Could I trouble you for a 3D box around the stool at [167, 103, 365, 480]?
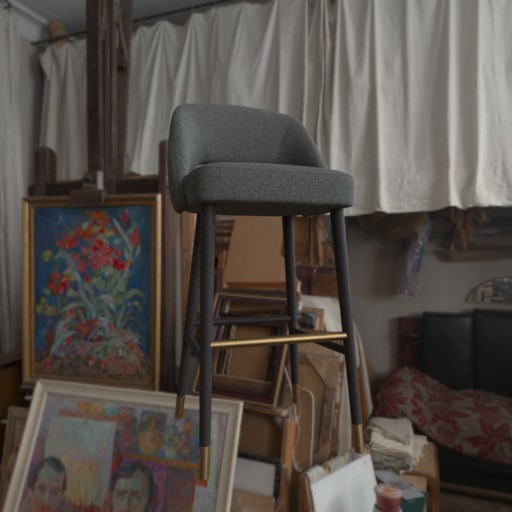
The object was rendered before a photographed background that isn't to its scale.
[{"bbox_3d":[0.000,0.000,1.391,0.536,1.089,0.524,0,1,-19],"label":"stool"}]
